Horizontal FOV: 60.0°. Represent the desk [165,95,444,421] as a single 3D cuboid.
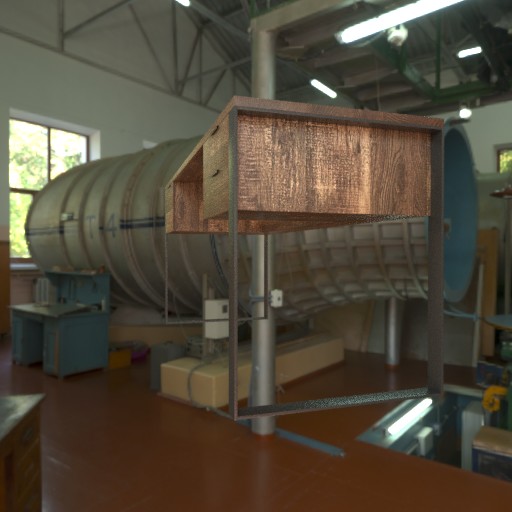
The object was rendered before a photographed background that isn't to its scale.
[{"bbox_3d":[0.000,0.000,1.853,0.599,0.762,1.524,0,0,-18],"label":"desk"}]
